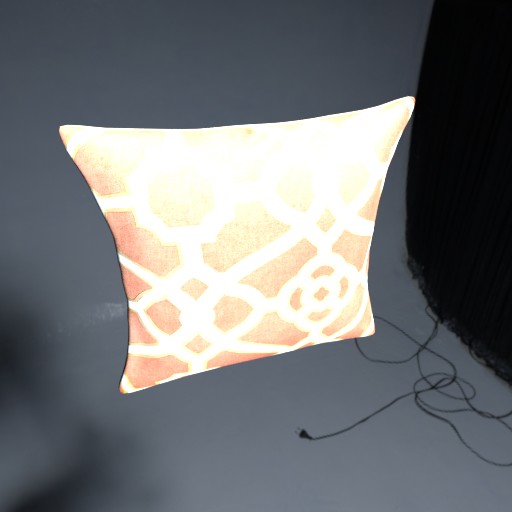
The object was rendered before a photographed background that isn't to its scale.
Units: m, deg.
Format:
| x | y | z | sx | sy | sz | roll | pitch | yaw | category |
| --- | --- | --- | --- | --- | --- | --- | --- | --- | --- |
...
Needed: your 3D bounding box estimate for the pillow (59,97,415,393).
| x | y | z | sx | sy | sz | roll | pitch | yaw | category |
| --- | --- | --- | --- | --- | --- | --- | --- | --- | --- |
| 0.000 | 0.000 | 0.790 | 0.552 | 0.508 | 0.166 | -10 | 33 | -15 | pillow |
